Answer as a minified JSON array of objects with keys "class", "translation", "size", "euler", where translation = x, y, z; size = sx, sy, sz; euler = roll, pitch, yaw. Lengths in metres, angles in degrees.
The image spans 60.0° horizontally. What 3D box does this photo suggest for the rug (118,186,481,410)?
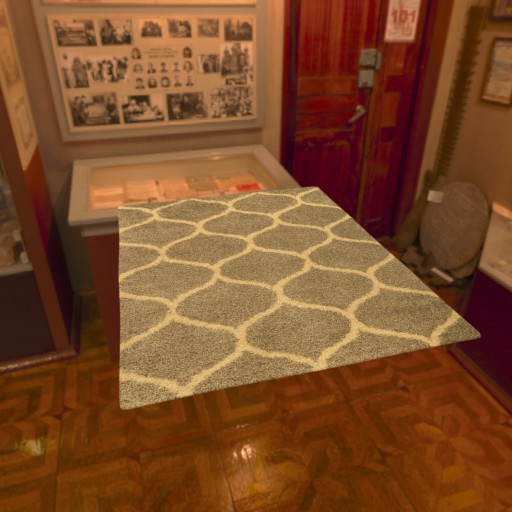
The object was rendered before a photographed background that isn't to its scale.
[{"class":"rug","translation":[0.000,0.000,4.011],"size":[2.399,0.026,3.000],"euler":[-8,30,-13]}]
